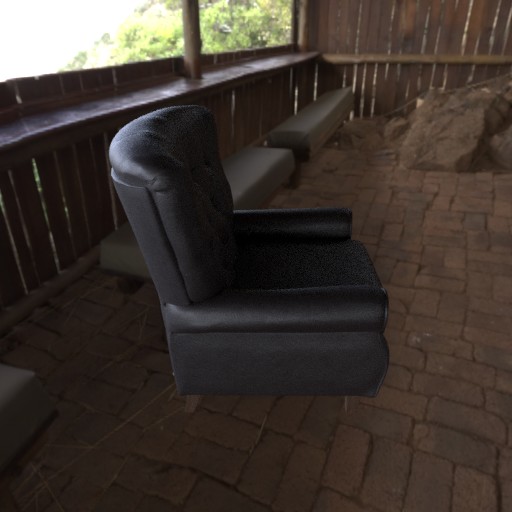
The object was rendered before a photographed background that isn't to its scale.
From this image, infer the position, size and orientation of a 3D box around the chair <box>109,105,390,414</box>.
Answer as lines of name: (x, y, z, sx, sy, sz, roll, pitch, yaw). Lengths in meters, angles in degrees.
chair: (0.000, 0.000, 1.920, 1.058, 1.158, 0.948, 0, 30, 1)
